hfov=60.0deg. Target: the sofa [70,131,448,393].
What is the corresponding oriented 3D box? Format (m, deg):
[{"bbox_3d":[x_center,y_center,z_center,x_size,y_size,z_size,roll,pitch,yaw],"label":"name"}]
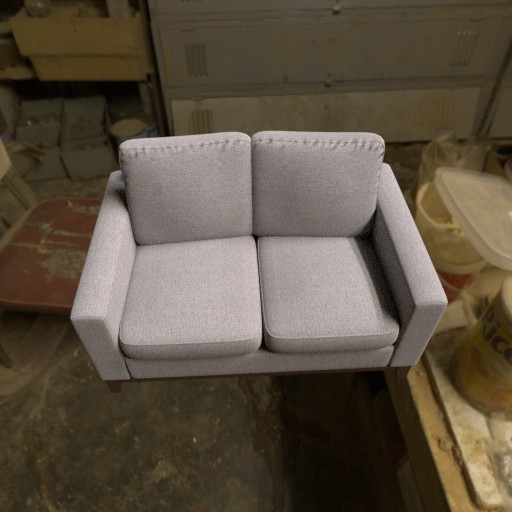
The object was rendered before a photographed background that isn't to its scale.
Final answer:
[{"bbox_3d":[0.000,0.000,2.036,1.420,0.873,0.917,-2,47,-2],"label":"sofa"}]
